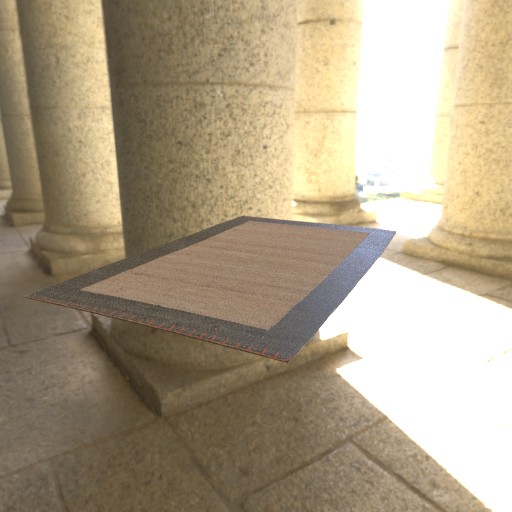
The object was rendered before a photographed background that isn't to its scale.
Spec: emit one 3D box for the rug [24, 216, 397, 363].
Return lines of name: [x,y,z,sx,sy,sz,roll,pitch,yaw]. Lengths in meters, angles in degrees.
rug: [0.000,0.000,3.020,1.521,0.006,2.435,8,18,25]
